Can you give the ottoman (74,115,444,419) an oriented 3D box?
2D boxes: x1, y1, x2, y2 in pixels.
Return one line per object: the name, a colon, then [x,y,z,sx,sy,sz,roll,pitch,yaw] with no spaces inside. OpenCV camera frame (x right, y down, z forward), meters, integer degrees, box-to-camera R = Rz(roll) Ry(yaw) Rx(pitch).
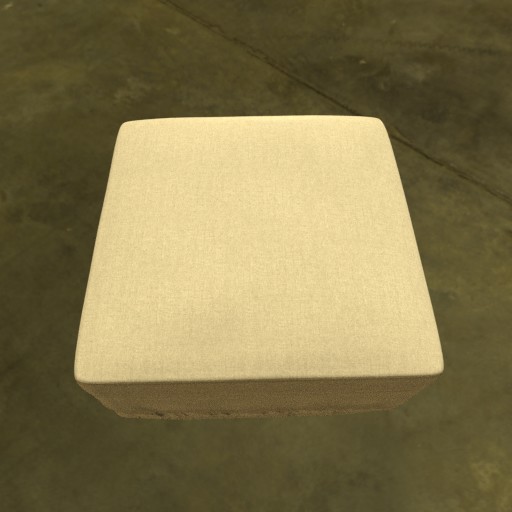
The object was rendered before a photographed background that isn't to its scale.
ottoman: [0.000,0.000,1.314,0.843,0.436,0.840,-1,59,-1]
